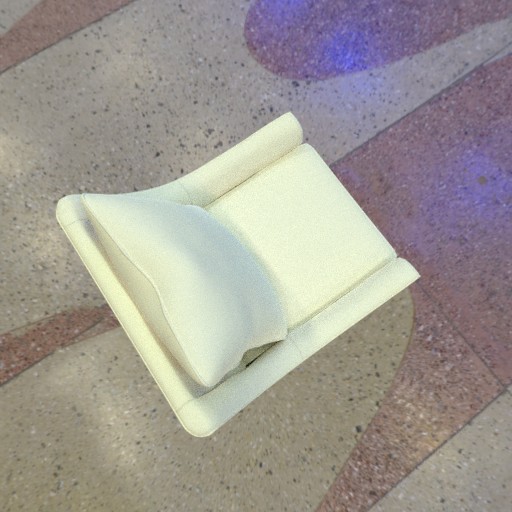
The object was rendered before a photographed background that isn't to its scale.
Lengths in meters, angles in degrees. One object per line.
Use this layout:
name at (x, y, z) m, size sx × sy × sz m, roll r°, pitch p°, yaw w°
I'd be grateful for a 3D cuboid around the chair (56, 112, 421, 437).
chair at (0.000, 0.000, 1.530) m, size 0.876 × 0.965 × 0.756 m, roll -34°, pitch 78°, yaw -8°
